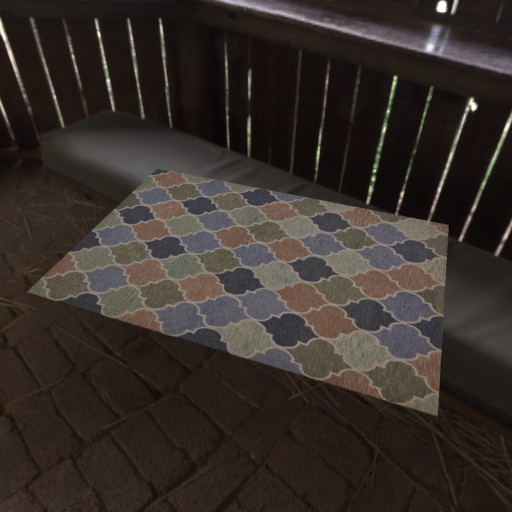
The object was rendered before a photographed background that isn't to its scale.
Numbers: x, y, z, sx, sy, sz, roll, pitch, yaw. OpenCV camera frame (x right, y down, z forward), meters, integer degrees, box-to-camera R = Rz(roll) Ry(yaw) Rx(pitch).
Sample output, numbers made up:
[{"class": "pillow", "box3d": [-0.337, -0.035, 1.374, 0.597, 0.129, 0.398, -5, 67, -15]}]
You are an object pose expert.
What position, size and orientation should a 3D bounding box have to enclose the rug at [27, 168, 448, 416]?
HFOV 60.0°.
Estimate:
[{"class": "rug", "box3d": [0.000, 0.000, 2.825, 2.284, 0.006, 1.521, 13, 42, 15]}]
